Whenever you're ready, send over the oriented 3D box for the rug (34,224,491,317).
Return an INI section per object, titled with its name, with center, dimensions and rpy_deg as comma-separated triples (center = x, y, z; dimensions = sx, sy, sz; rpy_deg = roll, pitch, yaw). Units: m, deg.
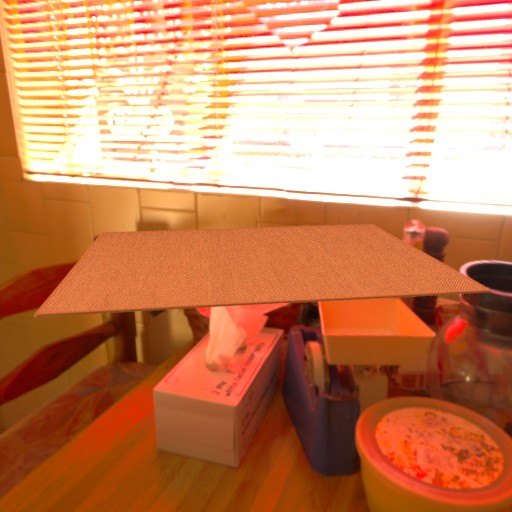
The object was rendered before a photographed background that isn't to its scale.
[rug]
center = 0.000, 0.000, 2.755
dimensions = 2.134, 0.013, 1.524
rpy_deg = -2, 17, -8
